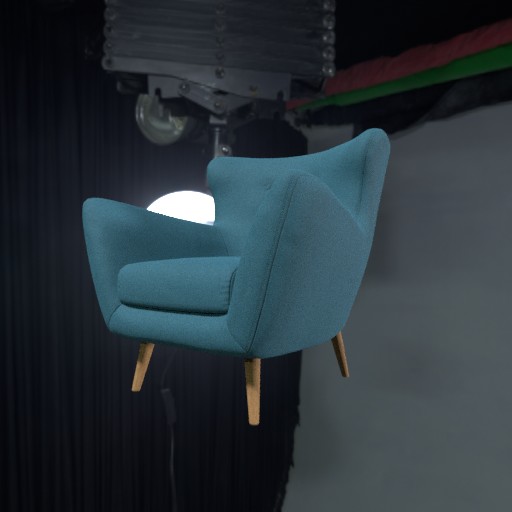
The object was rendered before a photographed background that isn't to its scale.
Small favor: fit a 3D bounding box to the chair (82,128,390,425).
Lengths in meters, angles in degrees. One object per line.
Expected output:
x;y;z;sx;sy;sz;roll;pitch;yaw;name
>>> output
0.000;0.000;1.584;0.890;0.889;0.889;0;-1;37;chair
